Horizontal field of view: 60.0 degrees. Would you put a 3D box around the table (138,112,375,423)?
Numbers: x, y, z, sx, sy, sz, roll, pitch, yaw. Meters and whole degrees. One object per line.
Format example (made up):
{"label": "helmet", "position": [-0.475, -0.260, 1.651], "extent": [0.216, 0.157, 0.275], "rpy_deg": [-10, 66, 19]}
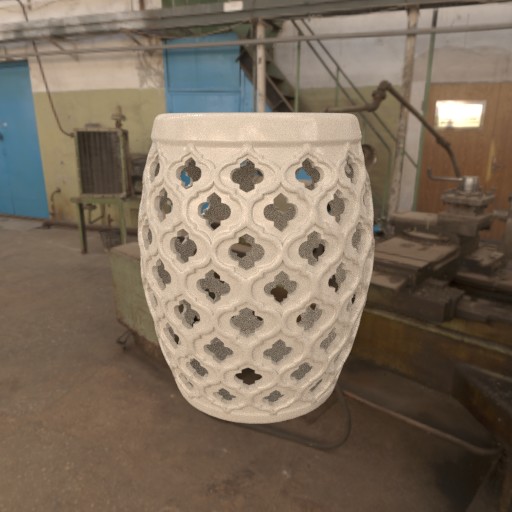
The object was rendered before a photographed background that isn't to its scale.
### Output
{"label": "table", "position": [0.000, 0.000, 0.636], "extent": [0.325, 0.388, 0.325], "rpy_deg": [0, 17, 0]}
